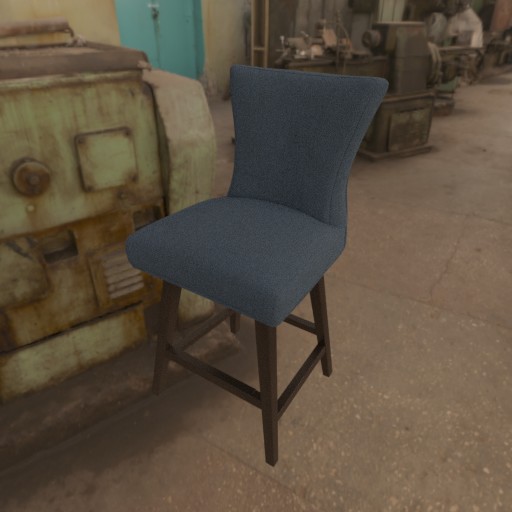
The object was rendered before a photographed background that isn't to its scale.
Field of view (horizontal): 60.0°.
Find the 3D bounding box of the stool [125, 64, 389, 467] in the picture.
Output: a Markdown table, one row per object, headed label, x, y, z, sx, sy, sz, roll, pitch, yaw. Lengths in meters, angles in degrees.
| label | x | y | z | sx | sy | sz | roll | pitch | yaw |
| --- | --- | --- | --- | --- | --- | --- | --- | --- | --- |
| stool | 0.000 | 0.000 | 1.345 | 0.514 | 1.000 | 0.574 | 19 | 35 | 29 |
